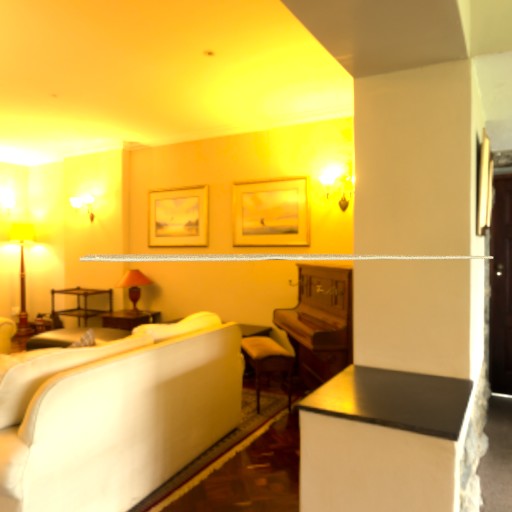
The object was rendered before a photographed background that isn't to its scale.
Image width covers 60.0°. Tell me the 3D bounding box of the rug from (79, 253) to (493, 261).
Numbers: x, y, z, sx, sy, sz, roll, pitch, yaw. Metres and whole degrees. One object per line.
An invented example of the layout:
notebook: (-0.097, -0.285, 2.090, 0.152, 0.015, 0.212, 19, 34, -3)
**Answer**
rug: (0.000, 0.000, 0.881, 0.639, 0.006, 0.548, 0, 1, -20)
